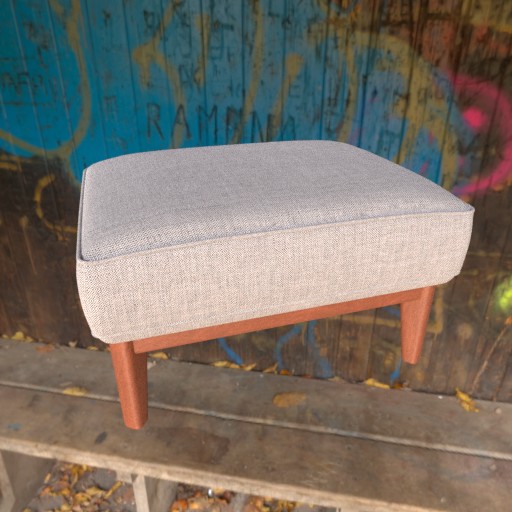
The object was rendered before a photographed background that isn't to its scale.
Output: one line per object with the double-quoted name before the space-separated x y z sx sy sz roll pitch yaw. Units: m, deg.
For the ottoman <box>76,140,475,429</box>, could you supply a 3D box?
"ottoman" 0.000 0.000 1.058 0.750 0.458 0.555 -8 28 -16
